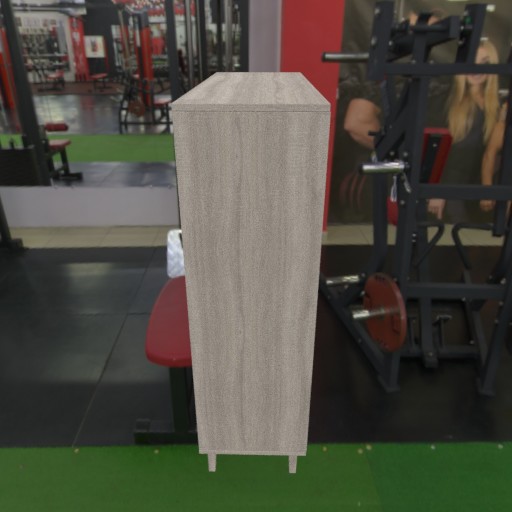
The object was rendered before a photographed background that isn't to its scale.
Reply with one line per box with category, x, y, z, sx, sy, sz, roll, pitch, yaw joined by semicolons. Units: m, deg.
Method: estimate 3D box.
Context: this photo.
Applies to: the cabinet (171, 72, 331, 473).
cabinet;0.000;0.000;1.903;0.398;1.388;1.111;1;26;1
